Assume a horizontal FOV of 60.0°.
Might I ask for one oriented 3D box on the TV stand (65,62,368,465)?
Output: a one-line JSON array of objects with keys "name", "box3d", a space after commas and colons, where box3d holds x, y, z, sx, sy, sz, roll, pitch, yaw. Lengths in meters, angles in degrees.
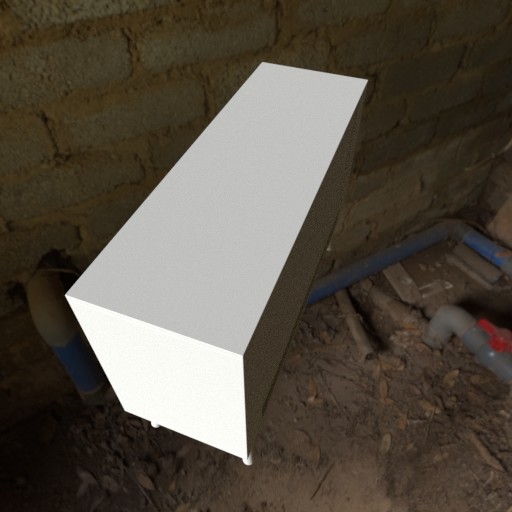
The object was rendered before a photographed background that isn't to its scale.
[{"name": "TV stand", "box3d": [0.000, 0.000, 1.561, 0.406, 0.812, 1.193, 16, 49, 14]}]
